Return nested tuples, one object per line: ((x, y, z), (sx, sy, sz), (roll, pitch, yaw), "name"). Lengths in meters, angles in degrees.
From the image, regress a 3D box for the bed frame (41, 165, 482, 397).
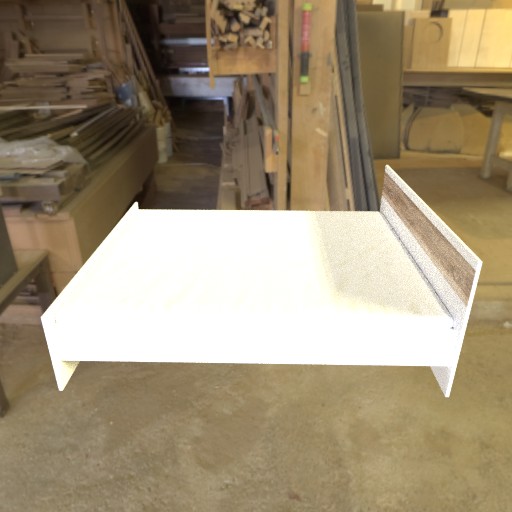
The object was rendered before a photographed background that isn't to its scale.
((0.000, 0.000, 2.945), (2.060, 0.800, 1.720), (1, 26, 1), "bed frame")
